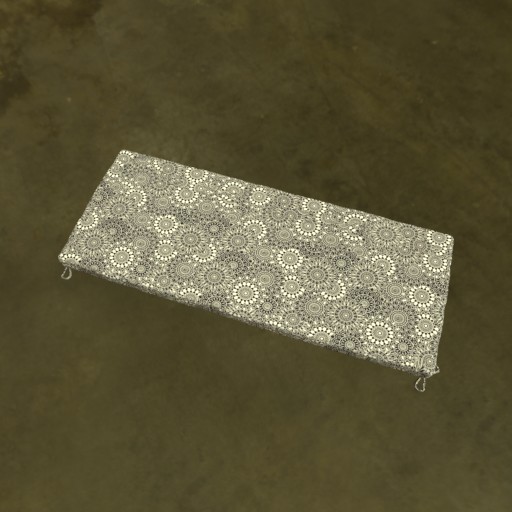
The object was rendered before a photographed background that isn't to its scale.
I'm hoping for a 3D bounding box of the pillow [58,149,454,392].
[{"bbox_3d":[0.000,0.000,1.378,1.187,0.081,0.492,16,64,8],"label":"pillow"}]
